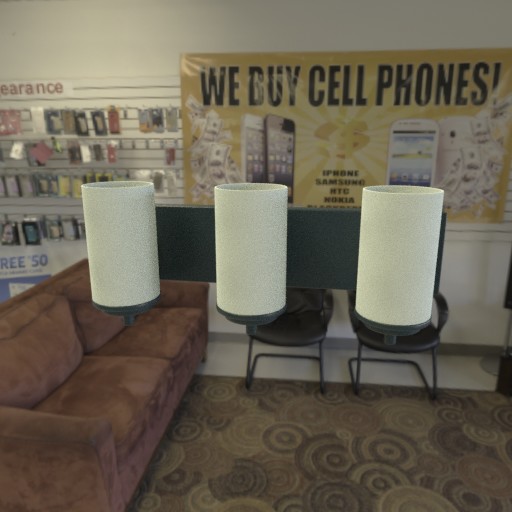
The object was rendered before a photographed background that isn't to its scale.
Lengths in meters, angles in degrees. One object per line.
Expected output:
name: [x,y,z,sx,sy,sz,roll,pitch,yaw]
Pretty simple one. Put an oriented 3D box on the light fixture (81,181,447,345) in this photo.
light fixture: [0.000,0.000,0.533,0.451,0.172,0.145,2,15,9]
